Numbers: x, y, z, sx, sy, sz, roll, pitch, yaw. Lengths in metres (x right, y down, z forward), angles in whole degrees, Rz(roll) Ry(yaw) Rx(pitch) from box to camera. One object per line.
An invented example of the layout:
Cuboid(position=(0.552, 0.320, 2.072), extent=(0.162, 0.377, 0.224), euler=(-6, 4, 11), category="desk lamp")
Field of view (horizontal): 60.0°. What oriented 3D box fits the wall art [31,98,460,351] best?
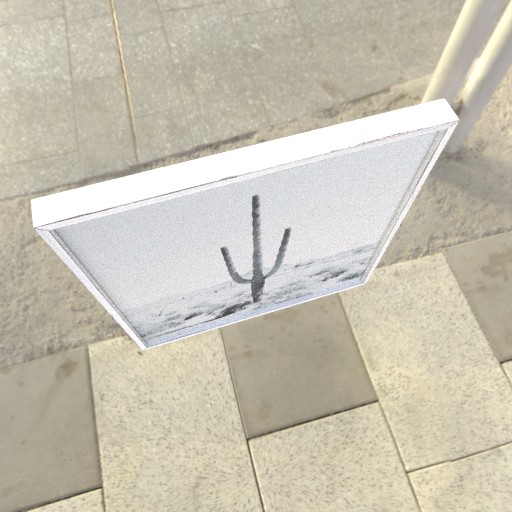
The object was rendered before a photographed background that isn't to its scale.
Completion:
Cuboid(position=(0.000, 0.000, 0.740), extent=(0.508, 0.508, 0.038), euler=(-16, 64, -8), category="wall art")
